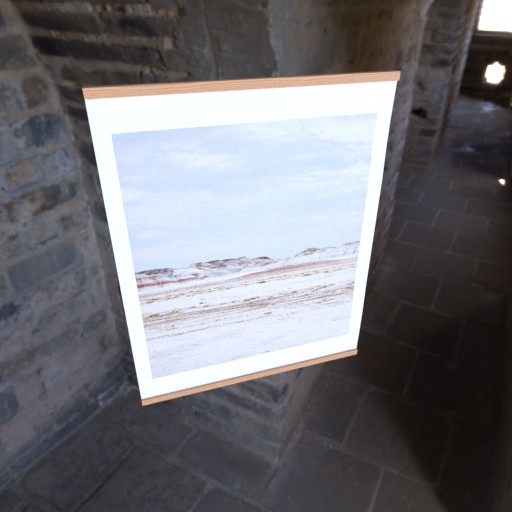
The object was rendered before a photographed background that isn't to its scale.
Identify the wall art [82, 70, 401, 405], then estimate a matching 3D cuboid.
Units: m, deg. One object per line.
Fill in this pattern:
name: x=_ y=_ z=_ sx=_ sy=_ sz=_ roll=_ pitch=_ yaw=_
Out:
wall art: x=0.000 y=0.000 z=0.673 sx=0.404 sy=0.507 sz=0.010 roll=-9 pitch=32 yaw=-15
